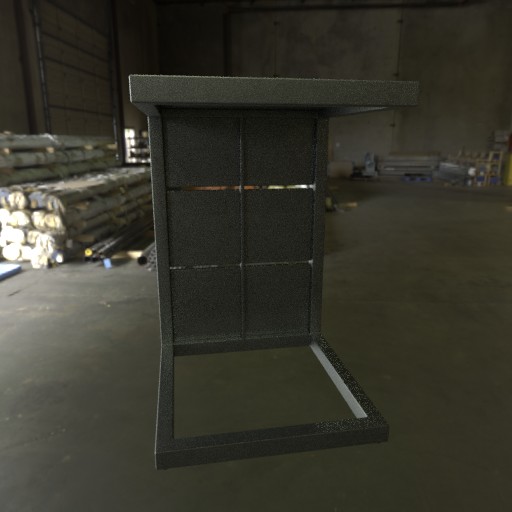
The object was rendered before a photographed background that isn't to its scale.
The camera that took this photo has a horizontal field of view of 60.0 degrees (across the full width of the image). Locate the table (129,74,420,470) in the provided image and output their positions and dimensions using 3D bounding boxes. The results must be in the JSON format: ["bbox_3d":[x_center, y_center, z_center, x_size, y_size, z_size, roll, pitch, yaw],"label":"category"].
[{"bbox_3d":[0.000,0.000,0.879,0.405,0.609,0.420,-3,15,-10],"label":"table"}]
